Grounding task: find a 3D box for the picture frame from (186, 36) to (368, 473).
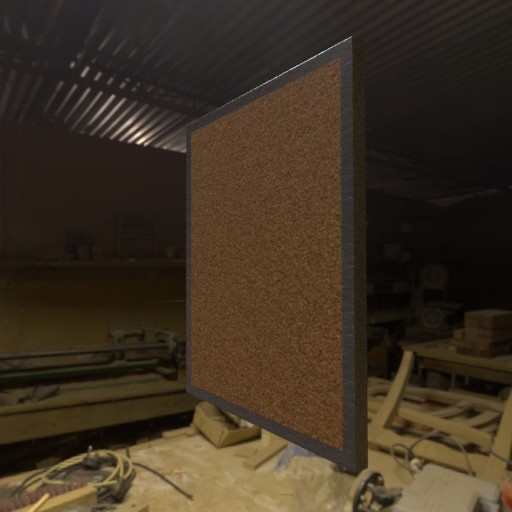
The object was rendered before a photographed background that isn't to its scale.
[{"bbox_3d":[0.000,0.000,0.756,0.029,0.559,0.454,1,-2,-37],"label":"picture frame"}]
